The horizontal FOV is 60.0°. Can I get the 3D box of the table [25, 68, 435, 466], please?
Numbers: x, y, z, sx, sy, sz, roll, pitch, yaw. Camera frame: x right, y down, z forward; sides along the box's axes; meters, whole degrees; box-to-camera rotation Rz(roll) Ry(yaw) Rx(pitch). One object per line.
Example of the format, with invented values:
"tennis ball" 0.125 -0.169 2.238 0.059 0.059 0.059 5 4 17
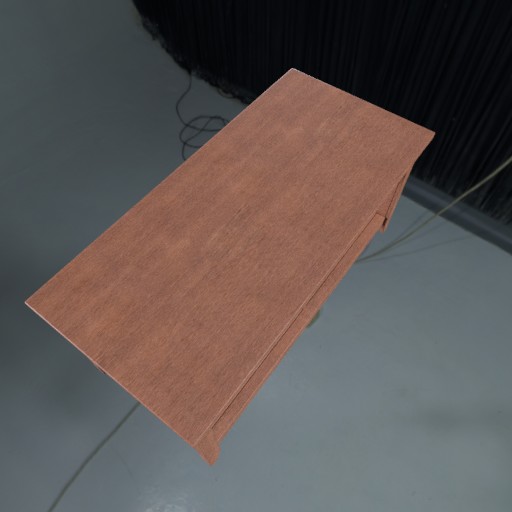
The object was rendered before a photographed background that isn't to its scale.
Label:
"table" 0.000 0.000 1.284 0.483 0.457 1.016 32 63 19
